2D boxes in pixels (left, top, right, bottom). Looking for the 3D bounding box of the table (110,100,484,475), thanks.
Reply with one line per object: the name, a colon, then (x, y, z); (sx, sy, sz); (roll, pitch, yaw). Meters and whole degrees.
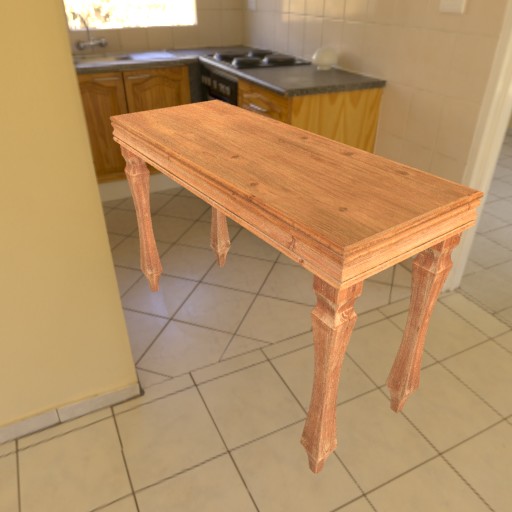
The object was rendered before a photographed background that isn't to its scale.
table: (0.000, 0.000, 1.724); (0.522, 0.873, 1.330); (-21, 38, -30)
